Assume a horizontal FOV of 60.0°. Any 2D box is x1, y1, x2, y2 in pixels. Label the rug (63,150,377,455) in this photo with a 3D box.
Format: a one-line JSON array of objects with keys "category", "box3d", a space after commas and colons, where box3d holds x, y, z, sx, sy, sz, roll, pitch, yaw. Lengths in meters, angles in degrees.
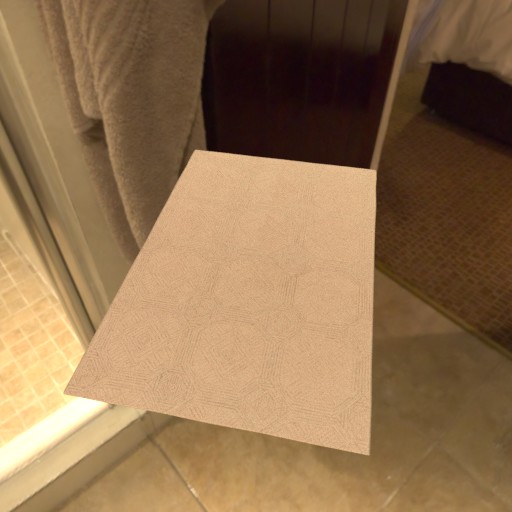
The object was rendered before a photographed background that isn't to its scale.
[{"category": "rug", "box3d": [0.000, 0.000, 2.340, 1.236, 0.009, 1.839, 8, 46, 8]}]
